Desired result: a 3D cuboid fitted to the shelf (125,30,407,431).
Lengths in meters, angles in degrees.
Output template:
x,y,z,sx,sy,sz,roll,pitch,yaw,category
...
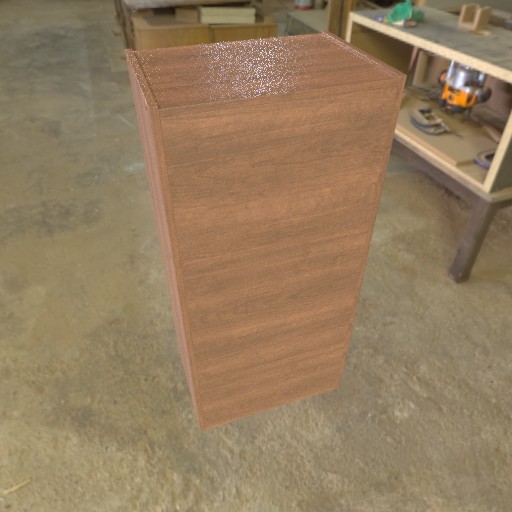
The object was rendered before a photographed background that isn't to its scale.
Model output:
x,y,z,sx,sy,sz,roll,pitch,yaw,category
0.000,0.000,1.047,0.414,0.879,0.290,-13,42,-14,shelf
